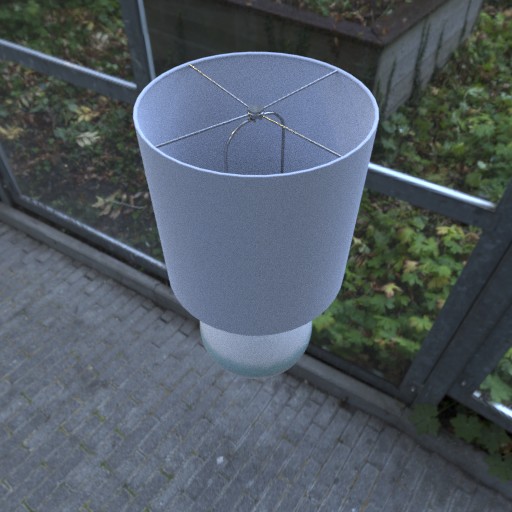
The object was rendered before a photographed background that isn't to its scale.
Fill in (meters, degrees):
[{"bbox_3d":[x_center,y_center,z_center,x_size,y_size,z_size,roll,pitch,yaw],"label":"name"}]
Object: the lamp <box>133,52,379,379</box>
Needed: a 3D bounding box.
[{"bbox_3d":[0.000,0.000,0.545,0.217,0.404,0.217,-31,55,-26],"label":"lamp"}]
